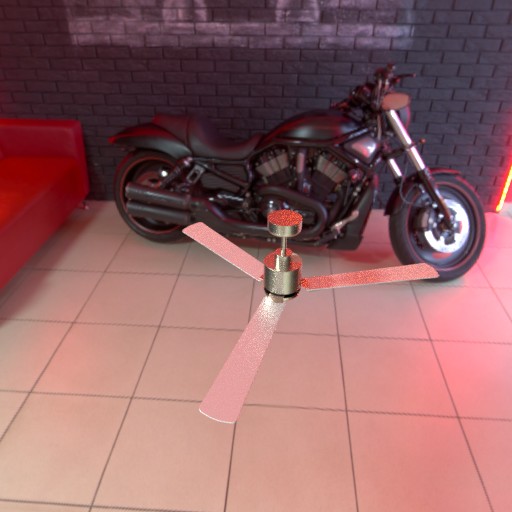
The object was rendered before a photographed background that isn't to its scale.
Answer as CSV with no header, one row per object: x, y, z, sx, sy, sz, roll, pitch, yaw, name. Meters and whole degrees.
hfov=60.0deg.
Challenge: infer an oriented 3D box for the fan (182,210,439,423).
0.000,0.000,2.296,1.531,0.446,1.561,22,39,30,fan
